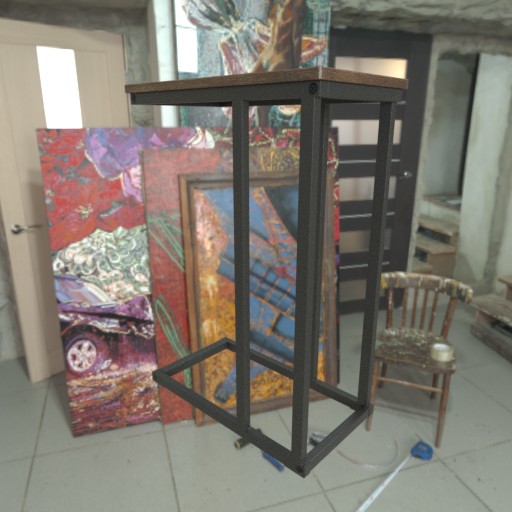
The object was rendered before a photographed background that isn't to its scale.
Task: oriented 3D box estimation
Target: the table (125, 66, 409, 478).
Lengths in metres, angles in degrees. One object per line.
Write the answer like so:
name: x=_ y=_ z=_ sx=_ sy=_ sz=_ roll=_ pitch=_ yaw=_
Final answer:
table: x=0.000 y=0.000 z=0.871 sx=0.450 sy=0.637 sz=0.254 roll=15 pitch=23 yaw=40
